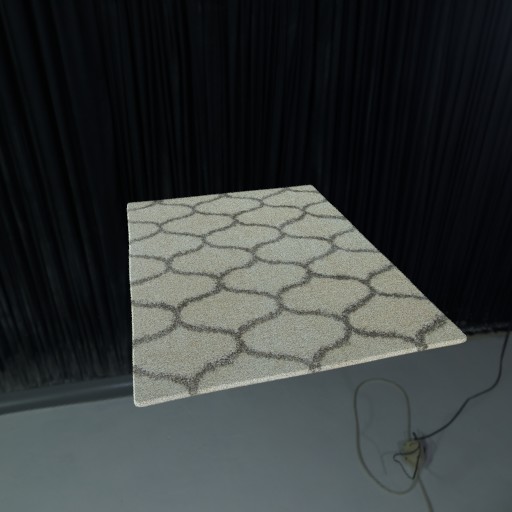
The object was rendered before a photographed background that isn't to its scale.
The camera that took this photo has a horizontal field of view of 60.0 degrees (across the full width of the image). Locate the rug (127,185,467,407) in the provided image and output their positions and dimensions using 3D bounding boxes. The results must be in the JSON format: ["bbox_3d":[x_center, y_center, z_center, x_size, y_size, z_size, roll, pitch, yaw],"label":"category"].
[{"bbox_3d":[0.000,0.000,2.167,1.200,0.025,1.600,-8,31,-13],"label":"rug"}]
